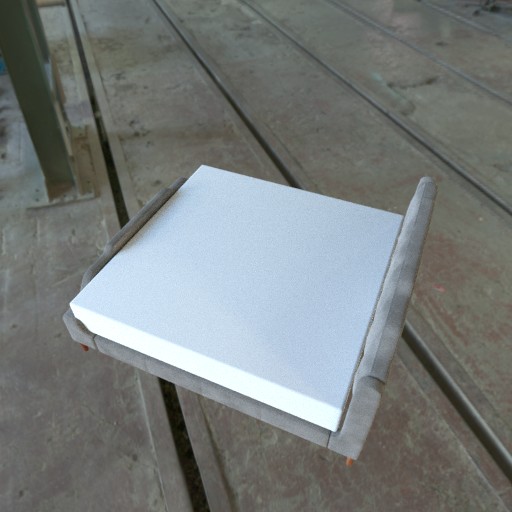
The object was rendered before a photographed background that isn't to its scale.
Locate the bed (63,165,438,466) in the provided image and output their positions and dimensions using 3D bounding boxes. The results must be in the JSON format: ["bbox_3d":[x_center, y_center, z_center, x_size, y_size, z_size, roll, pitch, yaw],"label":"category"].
[{"bbox_3d":[0.000,0.000,3.541,2.340,1.245,2.074,17,47,17],"label":"bed"}]
